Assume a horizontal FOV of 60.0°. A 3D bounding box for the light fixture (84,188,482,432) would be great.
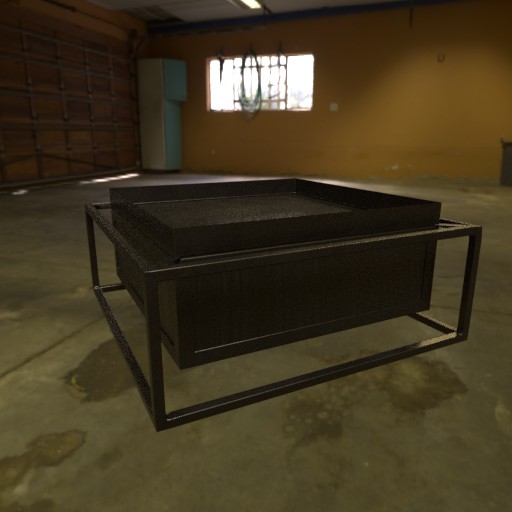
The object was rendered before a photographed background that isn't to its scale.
[{"bbox_3d":[0.000,0.000,0.689,0.441,0.191,0.441,-8,17,-26],"label":"light fixture"}]
